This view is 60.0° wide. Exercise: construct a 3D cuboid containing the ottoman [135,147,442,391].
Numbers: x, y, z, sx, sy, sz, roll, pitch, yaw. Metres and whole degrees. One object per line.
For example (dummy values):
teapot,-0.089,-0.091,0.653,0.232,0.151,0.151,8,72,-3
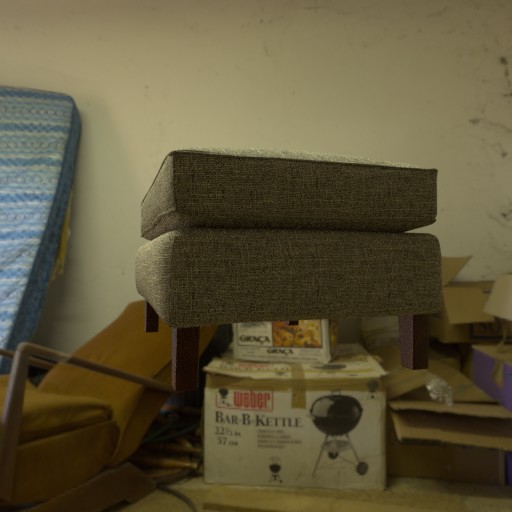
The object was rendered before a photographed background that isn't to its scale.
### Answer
ottoman,0.000,0.000,0.999,0.508,0.406,0.686,0,-1,-18
